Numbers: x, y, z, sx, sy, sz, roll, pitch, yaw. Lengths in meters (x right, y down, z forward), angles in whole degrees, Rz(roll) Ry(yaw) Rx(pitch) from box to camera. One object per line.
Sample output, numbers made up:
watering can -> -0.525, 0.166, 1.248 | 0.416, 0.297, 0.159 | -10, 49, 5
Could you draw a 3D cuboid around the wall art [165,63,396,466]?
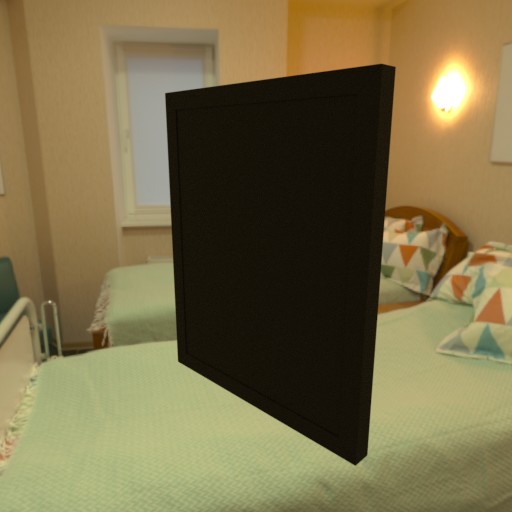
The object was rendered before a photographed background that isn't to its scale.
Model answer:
wall art -> 0.000, 0.000, 0.761 | 0.033, 0.559, 0.457 | -14, 20, -43
